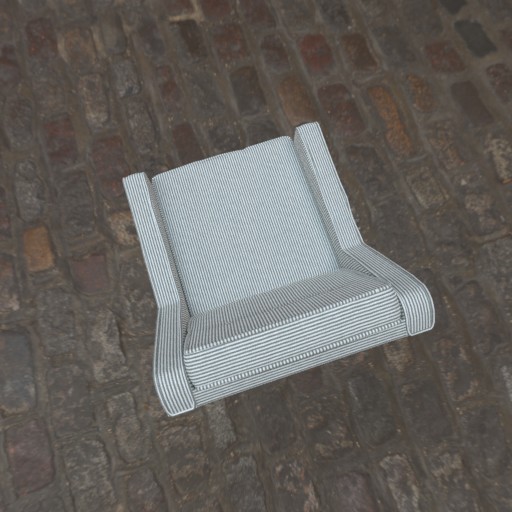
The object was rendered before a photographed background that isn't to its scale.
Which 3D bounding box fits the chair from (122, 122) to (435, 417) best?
[{"bbox_3d":[0.000,0.000,1.398,0.663,0.792,0.743,-17,76,-5],"label":"chair"}]
